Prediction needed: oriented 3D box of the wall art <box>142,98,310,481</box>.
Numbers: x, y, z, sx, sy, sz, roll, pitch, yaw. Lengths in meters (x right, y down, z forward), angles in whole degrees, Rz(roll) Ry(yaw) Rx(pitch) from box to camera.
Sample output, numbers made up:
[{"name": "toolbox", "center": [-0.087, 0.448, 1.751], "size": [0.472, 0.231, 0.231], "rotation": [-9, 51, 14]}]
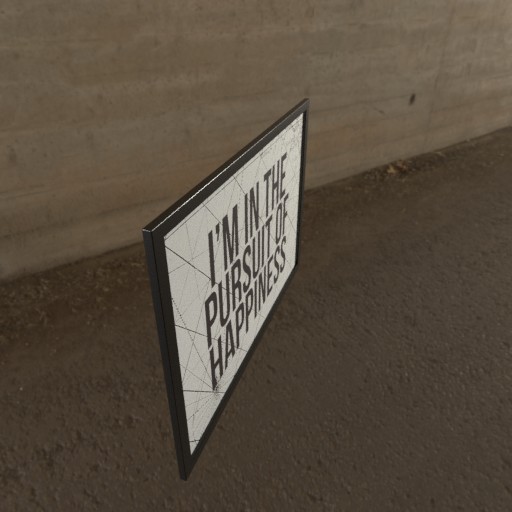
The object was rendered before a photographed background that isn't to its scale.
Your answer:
[{"name": "wall art", "center": [0.000, 0.000, 1.044], "size": [0.015, 0.552, 0.819], "rotation": [11, 33, 17]}]
